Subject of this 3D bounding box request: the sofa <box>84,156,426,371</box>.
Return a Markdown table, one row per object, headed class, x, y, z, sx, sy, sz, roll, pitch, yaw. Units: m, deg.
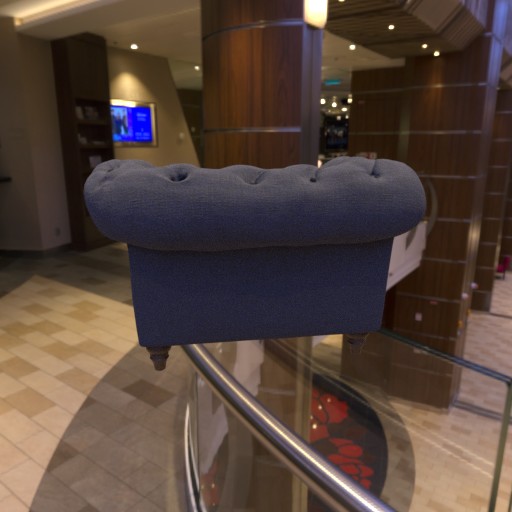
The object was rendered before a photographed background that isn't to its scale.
| class | x | y | z | sx | sy | sz | roll | pitch | yaw |
| --- | --- | --- | --- | --- | --- | --- | --- | --- | --- |
| sofa | 0.000 | 0.000 | 2.025 | 1.405 | 0.878 | 1.032 | -2 | 14 | -9 |
